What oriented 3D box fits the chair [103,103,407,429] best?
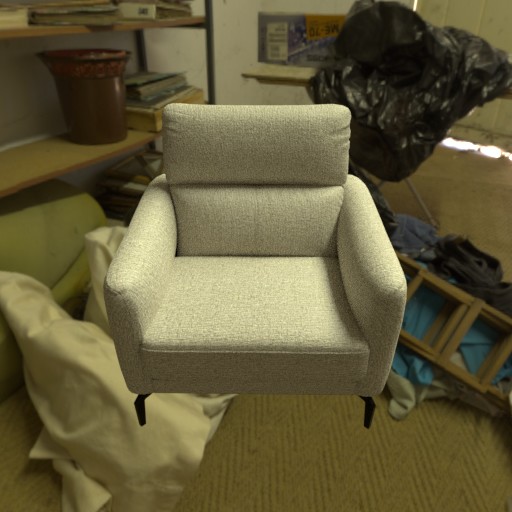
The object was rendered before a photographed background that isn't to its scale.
[{"bbox_3d":[0.000,0.000,1.682,0.972,0.967,0.835,0,31,1],"label":"chair"}]
